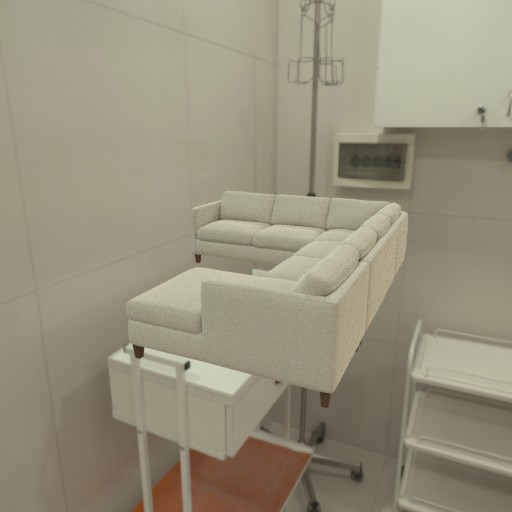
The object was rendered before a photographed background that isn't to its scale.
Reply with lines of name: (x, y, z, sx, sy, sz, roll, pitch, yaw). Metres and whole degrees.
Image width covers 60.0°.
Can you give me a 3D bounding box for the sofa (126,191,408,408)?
sofa: (0.000, 0.000, 4.465, 2.551, 0.853, 3.238, 7, 17, 24)
